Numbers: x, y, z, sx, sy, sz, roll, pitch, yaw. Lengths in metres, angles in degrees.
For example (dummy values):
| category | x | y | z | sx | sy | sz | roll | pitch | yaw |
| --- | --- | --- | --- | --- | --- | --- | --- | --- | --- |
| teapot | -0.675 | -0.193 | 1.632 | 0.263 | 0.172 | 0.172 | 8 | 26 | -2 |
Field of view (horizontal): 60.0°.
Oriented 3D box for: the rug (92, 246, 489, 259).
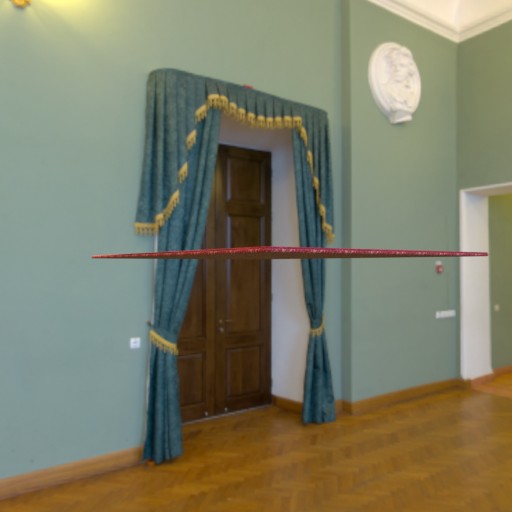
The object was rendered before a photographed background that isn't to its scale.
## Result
| category | x | y | z | sx | sy | sz | roll | pitch | yaw |
| --- | --- | --- | --- | --- | --- | --- | --- | --- | --- |
| rug | 0.000 | 0.000 | 2.348 | 1.230 | 0.018 | 1.835 | 1 | -1 | -35 |
